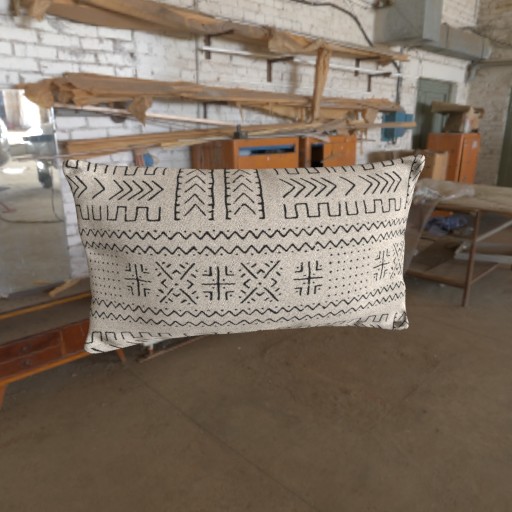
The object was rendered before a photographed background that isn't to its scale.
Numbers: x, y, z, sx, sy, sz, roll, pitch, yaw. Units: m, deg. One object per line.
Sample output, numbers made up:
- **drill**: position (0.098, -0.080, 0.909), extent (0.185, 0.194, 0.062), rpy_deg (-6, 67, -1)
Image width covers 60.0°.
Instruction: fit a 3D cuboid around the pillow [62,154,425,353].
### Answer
- **pillow**: position (0.000, 0.000, 0.804), extent (0.637, 0.352, 0.188), rpy_deg (-3, 17, -9)
